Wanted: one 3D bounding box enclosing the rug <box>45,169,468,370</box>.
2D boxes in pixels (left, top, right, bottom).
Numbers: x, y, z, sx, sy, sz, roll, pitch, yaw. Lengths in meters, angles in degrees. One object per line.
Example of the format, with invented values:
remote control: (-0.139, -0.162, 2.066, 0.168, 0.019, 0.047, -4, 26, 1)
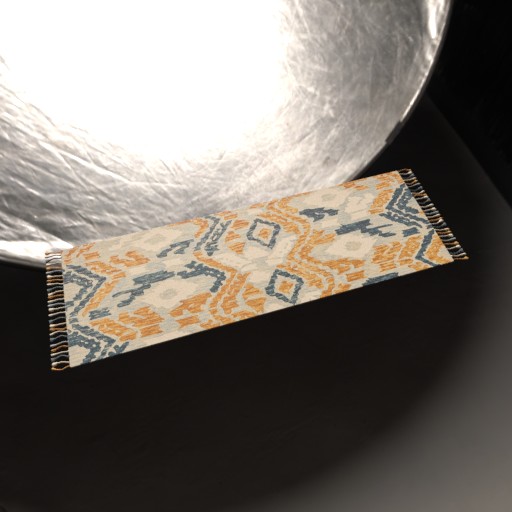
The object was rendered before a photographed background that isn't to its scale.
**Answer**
rug: (0.000, 0.000, 2.669, 2.437, 0.010, 0.783, -14, 59, -9)
